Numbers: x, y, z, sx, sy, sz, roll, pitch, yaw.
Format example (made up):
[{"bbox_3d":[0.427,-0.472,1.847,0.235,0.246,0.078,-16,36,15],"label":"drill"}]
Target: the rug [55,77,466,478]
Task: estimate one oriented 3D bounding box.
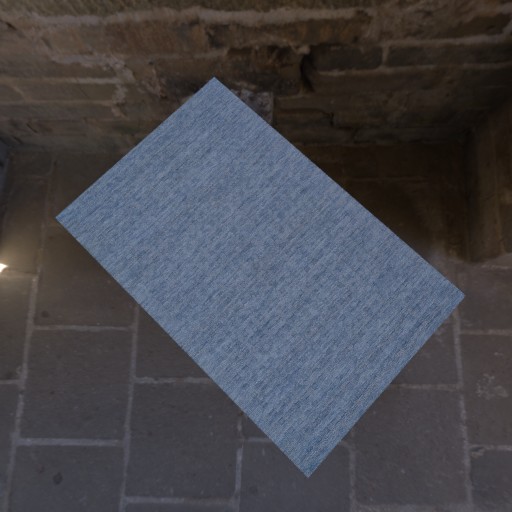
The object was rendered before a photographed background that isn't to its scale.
[{"bbox_3d":[0.000,0.000,2.219,1.752,0.006,1.142,43,80,9],"label":"rug"}]
